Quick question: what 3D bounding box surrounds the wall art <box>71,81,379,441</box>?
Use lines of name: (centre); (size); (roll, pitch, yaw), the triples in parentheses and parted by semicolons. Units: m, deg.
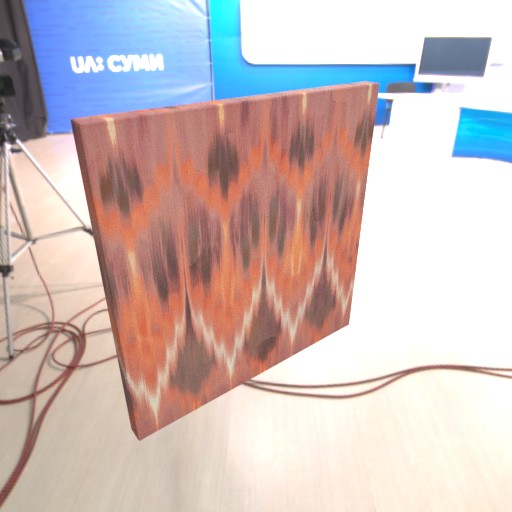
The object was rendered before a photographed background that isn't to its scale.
wall art: (0.000, 0.000, 0.891); (0.603, 0.609, 0.037); (-20, 35, -32)
